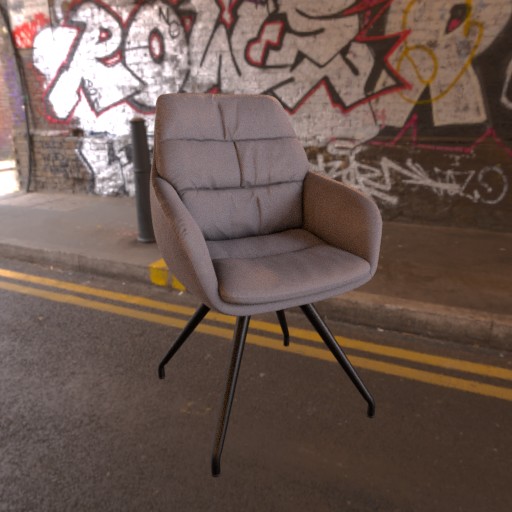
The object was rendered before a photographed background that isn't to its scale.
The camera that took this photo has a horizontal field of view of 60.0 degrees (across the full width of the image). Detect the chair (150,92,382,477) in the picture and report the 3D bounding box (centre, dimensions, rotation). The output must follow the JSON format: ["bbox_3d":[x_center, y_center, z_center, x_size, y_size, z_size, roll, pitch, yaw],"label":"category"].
[{"bbox_3d":[0.000,0.000,1.254,0.579,0.888,0.569,-9,19,-26],"label":"chair"}]
